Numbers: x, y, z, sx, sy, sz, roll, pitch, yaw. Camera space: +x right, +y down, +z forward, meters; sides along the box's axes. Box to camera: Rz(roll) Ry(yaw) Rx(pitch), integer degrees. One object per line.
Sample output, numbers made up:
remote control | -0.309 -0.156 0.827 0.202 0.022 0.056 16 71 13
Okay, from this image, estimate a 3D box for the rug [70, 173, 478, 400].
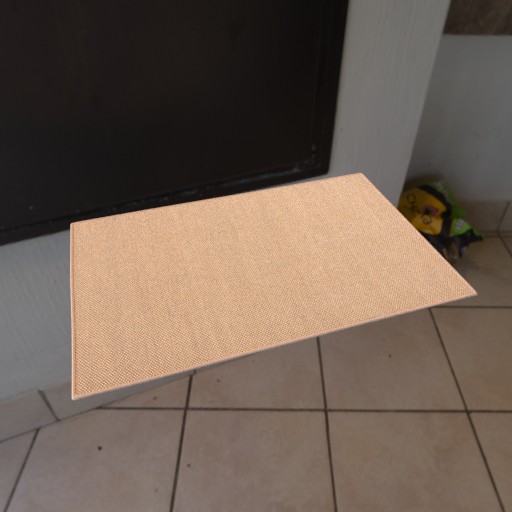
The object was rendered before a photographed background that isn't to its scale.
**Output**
rug | 0.000 0.000 2.099 1.676 0.013 1.067 -12 42 -13
